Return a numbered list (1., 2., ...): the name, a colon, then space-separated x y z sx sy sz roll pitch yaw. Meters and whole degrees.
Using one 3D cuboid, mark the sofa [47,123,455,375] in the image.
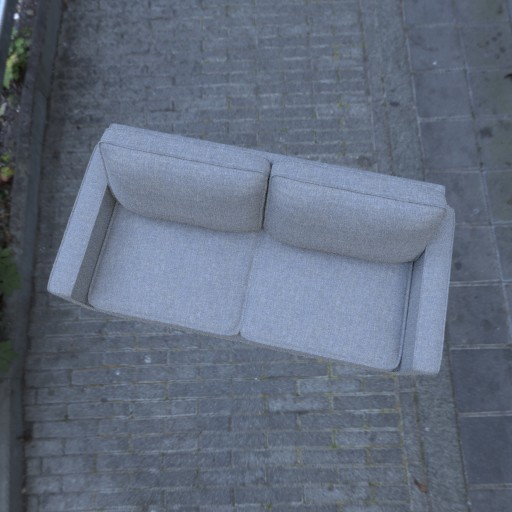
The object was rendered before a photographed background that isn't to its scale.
1. sofa: 0.000 0.000 2.511 2.078 0.918 0.945 11 75 3
